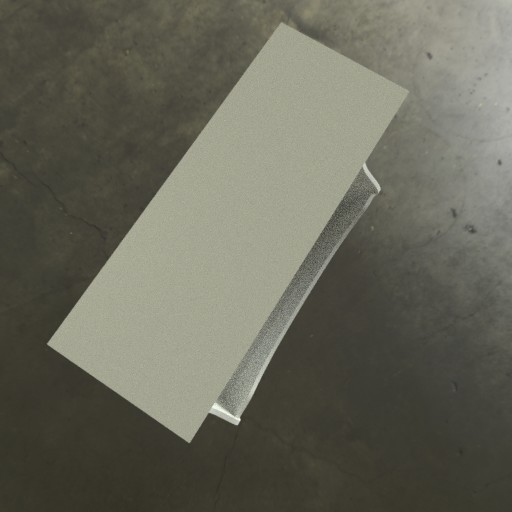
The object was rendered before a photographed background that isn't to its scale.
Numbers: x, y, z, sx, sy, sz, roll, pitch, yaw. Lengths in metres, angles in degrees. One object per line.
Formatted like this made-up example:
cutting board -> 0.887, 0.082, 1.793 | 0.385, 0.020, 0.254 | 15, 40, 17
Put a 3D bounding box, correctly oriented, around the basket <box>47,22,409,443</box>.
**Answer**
basket -> 0.000, 0.000, 1.144 | 0.376, 0.625, 0.792 | 32, 79, 7
